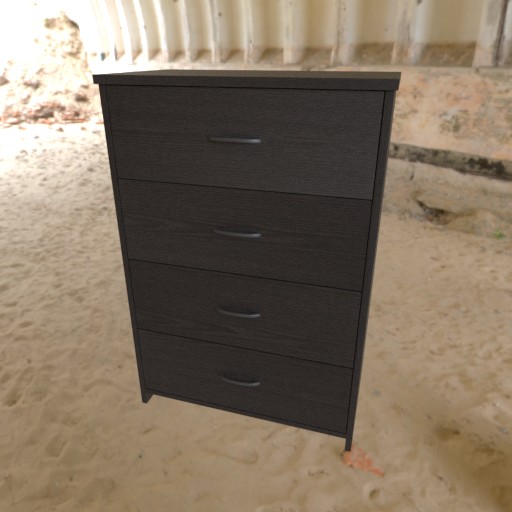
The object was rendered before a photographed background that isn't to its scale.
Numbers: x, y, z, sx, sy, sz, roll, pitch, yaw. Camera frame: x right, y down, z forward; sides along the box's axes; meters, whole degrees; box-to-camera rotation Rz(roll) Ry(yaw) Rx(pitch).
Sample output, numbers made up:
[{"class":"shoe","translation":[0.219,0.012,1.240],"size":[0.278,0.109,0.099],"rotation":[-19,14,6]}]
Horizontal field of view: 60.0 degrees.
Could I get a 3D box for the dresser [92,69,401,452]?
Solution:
[{"class":"dresser","translation":[0.000,0.000,1.336],"size":[0.704,1.020,0.399],"rotation":[7,26,16]}]
